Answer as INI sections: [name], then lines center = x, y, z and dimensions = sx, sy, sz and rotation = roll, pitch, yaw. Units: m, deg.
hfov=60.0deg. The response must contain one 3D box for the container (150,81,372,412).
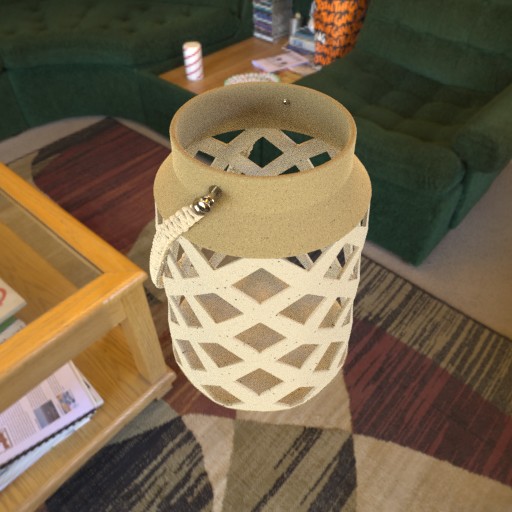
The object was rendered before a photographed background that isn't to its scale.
[container]
center = 0.000, 0.000, 0.343
dimensions = 0.172, 0.229, 0.163
rotation = 17, 49, 16
